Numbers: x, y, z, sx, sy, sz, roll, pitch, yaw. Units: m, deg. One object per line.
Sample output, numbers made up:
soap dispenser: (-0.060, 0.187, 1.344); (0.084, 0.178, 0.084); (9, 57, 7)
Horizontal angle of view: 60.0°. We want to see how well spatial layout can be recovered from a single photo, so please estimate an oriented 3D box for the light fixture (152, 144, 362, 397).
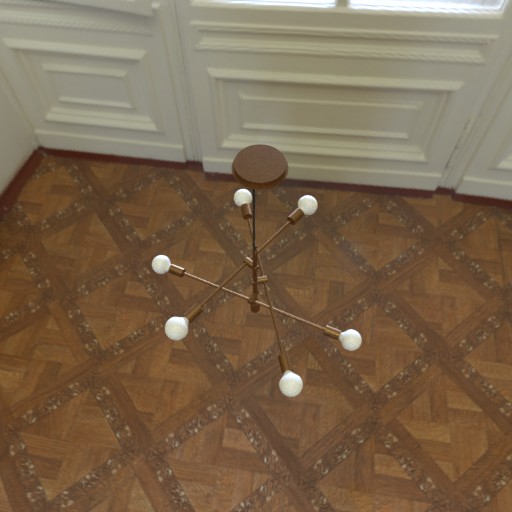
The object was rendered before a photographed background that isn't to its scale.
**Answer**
light fixture: (0.000, 0.000, 1.254); (0.637, 0.744, 0.682); (-33, 63, -19)
